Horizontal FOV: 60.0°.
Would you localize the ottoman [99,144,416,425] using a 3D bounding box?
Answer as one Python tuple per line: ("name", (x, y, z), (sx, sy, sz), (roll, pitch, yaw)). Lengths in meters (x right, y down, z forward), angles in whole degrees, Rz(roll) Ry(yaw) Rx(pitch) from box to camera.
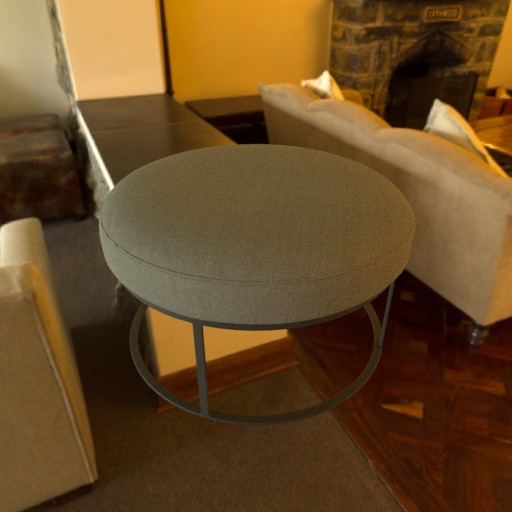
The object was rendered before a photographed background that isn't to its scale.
("ottoman", (0.000, 0.000, 1.203), (0.772, 0.460, 0.772), (0, 31, 0))
